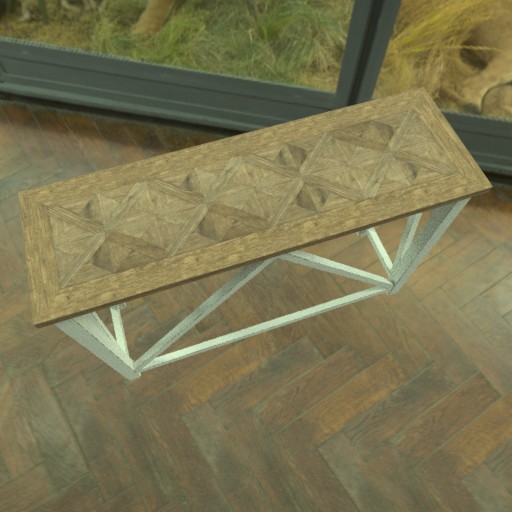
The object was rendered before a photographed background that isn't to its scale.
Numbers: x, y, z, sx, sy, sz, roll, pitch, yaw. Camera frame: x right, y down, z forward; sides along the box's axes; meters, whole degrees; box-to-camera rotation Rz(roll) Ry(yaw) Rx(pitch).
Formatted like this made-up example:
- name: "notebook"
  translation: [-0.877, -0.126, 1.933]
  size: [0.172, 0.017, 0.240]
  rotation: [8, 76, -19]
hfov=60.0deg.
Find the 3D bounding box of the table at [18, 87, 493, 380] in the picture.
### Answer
- name: "table"
  translation: [0.000, 0.000, 1.787]
  size: [1.400, 0.930, 0.450]
  rotation: [-17, 65, -8]
